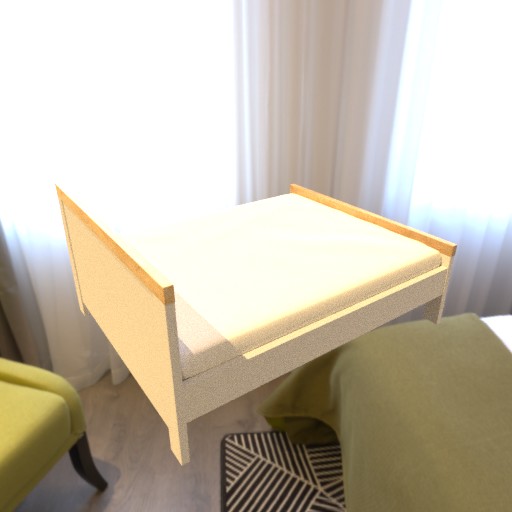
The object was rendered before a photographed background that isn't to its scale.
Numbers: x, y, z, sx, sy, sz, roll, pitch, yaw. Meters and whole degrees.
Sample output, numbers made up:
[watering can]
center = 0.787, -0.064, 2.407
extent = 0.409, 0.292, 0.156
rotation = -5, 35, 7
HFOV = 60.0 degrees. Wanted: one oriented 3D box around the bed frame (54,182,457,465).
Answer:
[bed frame]
center = 0.000, 0.000, 3.033
extent = 2.050, 0.980, 1.670
rotation = -17, 31, -31
